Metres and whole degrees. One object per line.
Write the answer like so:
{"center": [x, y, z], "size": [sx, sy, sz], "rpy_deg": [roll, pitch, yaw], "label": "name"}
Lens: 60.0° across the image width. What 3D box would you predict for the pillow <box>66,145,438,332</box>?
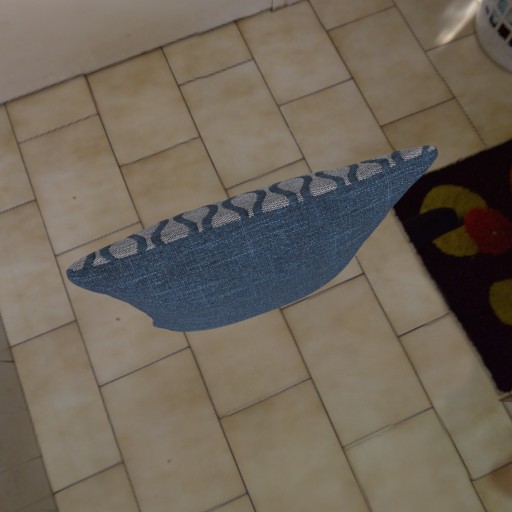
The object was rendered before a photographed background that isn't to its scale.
{"center": [0.000, 0.000, 0.689], "size": [0.435, 0.435, 0.159], "rpy_deg": [-21, 76, -5], "label": "pillow"}
